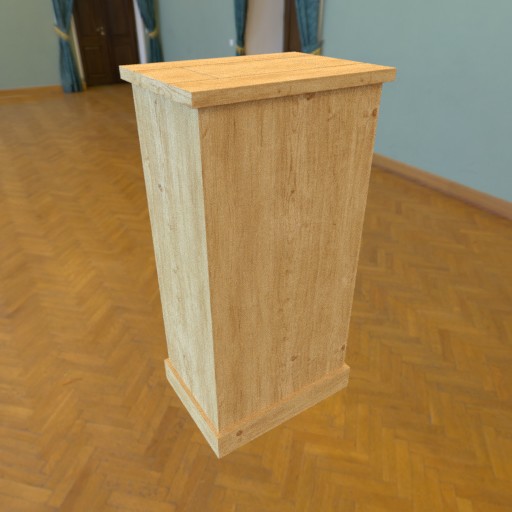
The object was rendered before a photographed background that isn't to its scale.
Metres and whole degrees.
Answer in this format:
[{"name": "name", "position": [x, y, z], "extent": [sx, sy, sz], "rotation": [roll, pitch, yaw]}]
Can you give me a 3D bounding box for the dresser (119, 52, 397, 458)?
[{"name": "dresser", "position": [0.000, 0.000, 1.315], "extent": [0.531, 1.041, 0.390], "rotation": [-19, 35, -28]}]
